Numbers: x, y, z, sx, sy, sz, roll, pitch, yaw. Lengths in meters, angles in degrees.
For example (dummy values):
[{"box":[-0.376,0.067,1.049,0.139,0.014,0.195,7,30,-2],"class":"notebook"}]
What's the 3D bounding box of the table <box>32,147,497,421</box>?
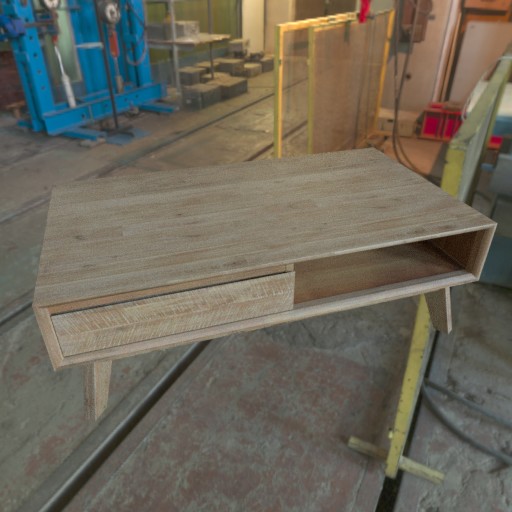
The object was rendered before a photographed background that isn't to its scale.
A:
[{"box":[0.000,0.000,1.967,1.619,0.531,0.918,-10,34,-15],"class":"table"}]
